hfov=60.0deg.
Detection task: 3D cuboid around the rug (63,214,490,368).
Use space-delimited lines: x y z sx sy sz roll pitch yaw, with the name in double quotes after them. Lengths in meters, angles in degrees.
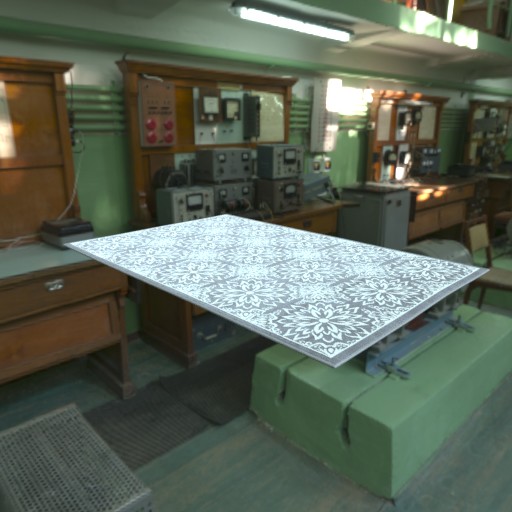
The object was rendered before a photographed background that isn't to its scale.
0.000 0.000 3.375 1.819 0.018 2.746 -16 23 -43 "rug"
